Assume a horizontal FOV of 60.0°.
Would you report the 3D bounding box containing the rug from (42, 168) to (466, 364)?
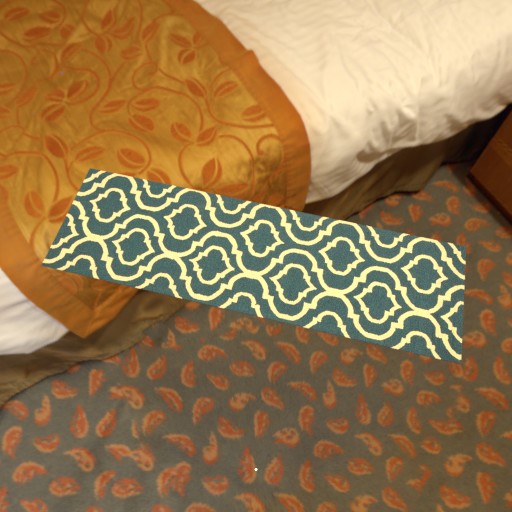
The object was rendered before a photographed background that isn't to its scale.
[{"bbox_3d":[0.000,0.000,2.499,2.296,0.006,0.685,12,65,6],"label":"rug"}]
